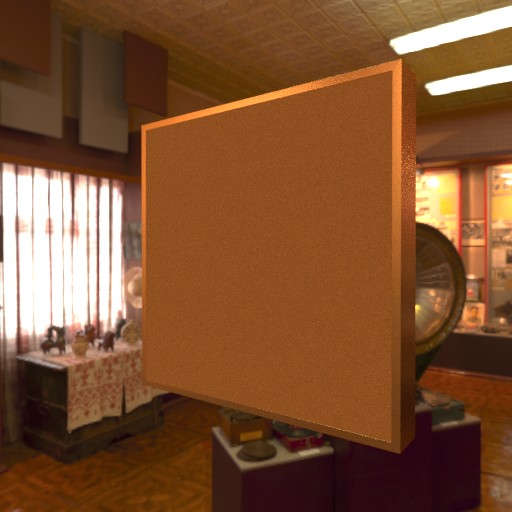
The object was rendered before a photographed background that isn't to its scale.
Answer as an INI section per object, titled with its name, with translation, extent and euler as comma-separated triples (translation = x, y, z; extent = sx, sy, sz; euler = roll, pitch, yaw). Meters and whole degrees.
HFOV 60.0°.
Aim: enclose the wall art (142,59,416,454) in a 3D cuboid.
[wall art]
translation = 0.000, 0.000, 0.447
extent = 0.304, 0.304, 0.038
euler = 0, 1, 36
